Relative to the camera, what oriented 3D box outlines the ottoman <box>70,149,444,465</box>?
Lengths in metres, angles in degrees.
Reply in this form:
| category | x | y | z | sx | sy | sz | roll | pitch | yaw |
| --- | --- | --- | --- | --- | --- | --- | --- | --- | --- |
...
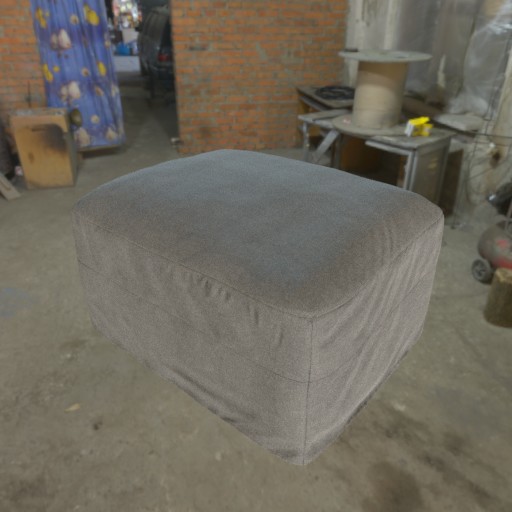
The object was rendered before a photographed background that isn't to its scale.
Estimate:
| category | x | y | z | sx | sy | sz | roll | pitch | yaw |
| --- | --- | --- | --- | --- | --- | --- | --- | --- | --- |
| ottoman | 0.000 | 0.000 | 1.249 | 0.837 | 0.481 | 0.683 | 22 | 36 | 34 |
